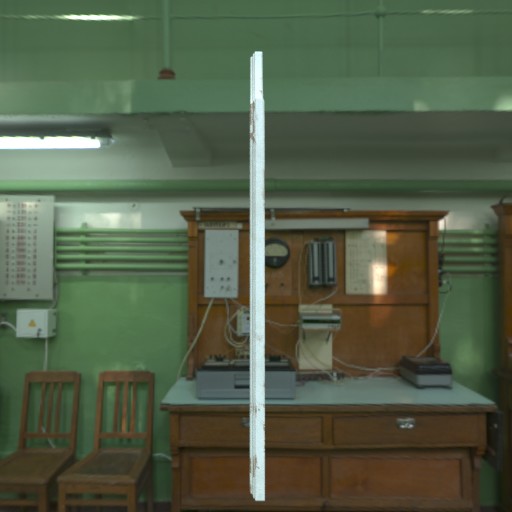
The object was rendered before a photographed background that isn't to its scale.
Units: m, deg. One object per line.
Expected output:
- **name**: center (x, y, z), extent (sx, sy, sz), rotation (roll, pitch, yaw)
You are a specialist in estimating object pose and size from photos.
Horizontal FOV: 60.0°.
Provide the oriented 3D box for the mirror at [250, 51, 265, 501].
- **mirror**: center (0.000, 0.000, 0.848), extent (0.022, 0.717, 0.403), rotation (0, -1, -1)
